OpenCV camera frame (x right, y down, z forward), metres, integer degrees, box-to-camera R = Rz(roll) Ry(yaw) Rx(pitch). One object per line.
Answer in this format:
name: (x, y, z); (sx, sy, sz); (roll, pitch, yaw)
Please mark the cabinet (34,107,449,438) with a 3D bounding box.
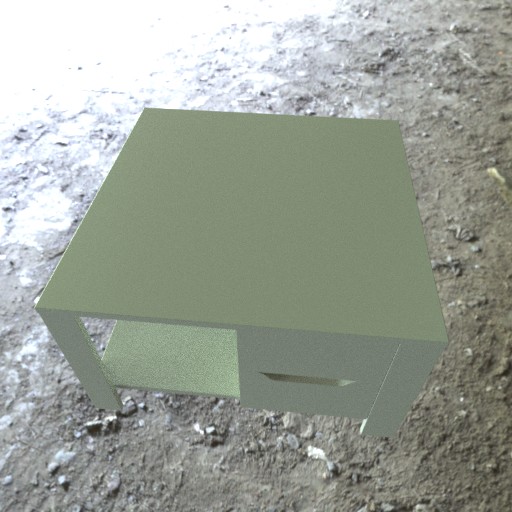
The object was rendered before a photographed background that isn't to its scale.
cabinet: (0.000, 0.000, 1.286); (0.800, 0.460, 0.800); (4, 47, 4)
